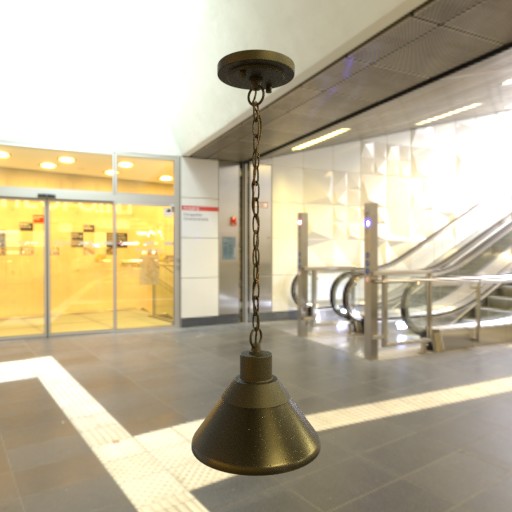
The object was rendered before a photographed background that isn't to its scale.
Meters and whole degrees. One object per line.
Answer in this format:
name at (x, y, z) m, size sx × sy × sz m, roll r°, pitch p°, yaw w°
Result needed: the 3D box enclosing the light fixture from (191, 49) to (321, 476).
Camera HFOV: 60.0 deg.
light fixture at (0.000, 0.000, 0.692) m, size 0.201 × 0.588 × 0.201 m, roll 0°, pitch 1°, yaw 35°
